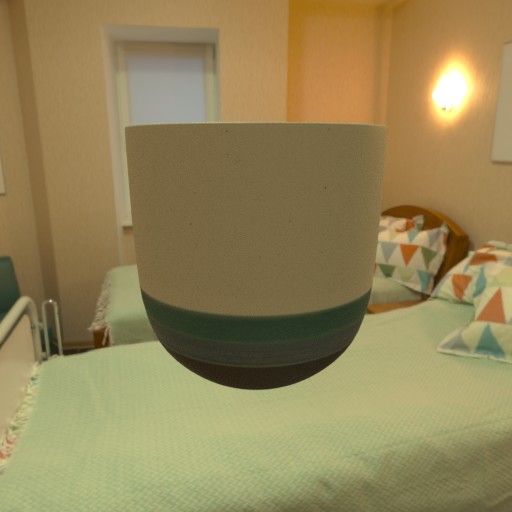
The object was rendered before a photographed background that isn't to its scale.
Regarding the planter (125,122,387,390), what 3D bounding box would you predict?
[{"bbox_3d":[0.000,0.000,0.384,0.204,0.214,0.204,0,15,0],"label":"planter"}]
